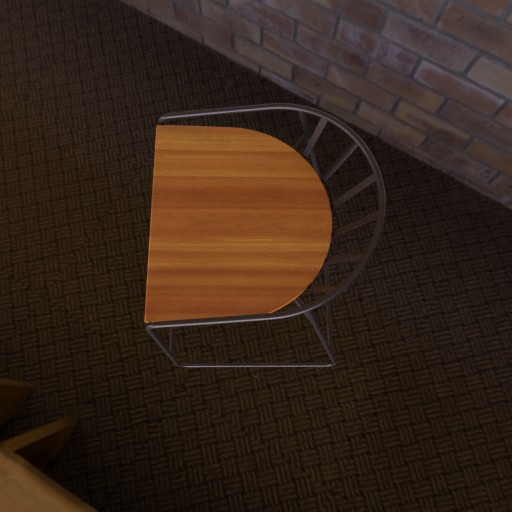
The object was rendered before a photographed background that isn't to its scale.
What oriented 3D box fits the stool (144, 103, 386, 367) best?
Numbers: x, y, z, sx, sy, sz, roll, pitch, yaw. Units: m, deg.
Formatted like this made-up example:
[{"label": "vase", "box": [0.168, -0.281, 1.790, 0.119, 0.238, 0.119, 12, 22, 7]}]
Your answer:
[{"label": "stool", "box": [0.000, 0.000, 1.154, 0.521, 0.812, 0.546, 0, 75, 0]}]
